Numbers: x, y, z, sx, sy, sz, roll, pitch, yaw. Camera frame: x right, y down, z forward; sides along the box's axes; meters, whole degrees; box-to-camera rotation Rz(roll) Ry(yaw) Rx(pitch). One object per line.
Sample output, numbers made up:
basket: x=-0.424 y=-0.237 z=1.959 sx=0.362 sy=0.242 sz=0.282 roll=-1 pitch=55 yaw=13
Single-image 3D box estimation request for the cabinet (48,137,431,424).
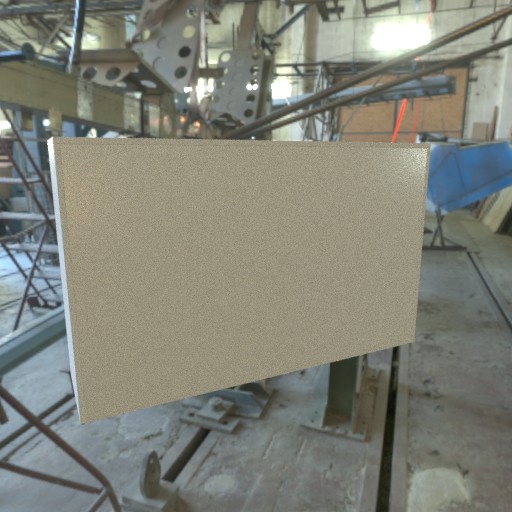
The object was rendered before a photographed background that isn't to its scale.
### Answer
cabinet: x=0.000 y=0.000 z=1.808 sx=1.450 sy=0.900 sz=0.380 roll=-6 pitch=14 yaw=-26
